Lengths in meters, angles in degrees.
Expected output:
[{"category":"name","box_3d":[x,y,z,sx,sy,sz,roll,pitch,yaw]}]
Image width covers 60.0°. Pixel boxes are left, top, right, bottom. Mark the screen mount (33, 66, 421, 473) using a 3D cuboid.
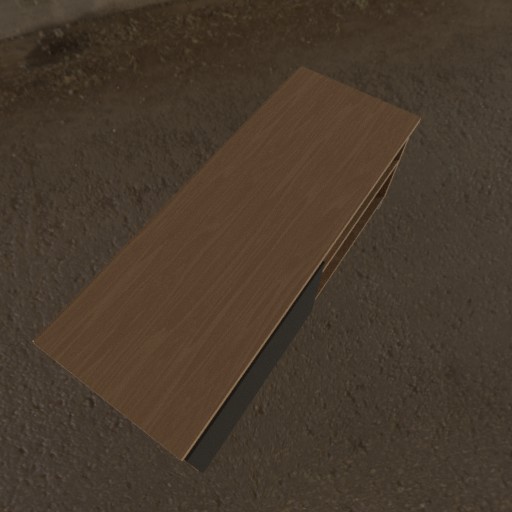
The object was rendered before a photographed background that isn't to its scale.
[{"category":"screen mount","box_3d":[0.000,0.000,1.287,0.406,0.432,1.084,31,64,16]}]
